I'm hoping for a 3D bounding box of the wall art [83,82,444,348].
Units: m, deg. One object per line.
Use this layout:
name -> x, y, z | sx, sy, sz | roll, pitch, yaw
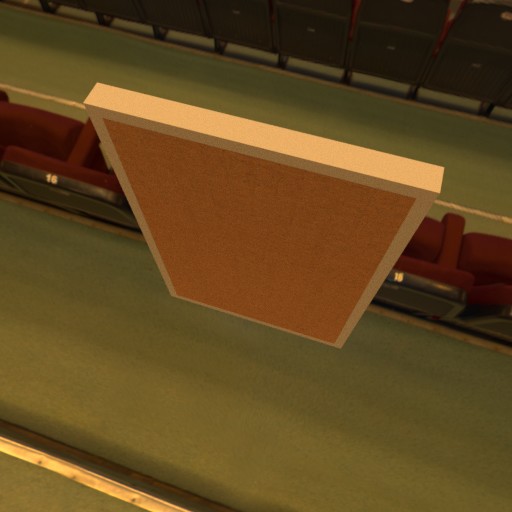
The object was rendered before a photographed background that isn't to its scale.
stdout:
wall art -> 0.000, 0.000, 0.542 | 0.293, 0.428, 0.025 | 16, 64, 8
